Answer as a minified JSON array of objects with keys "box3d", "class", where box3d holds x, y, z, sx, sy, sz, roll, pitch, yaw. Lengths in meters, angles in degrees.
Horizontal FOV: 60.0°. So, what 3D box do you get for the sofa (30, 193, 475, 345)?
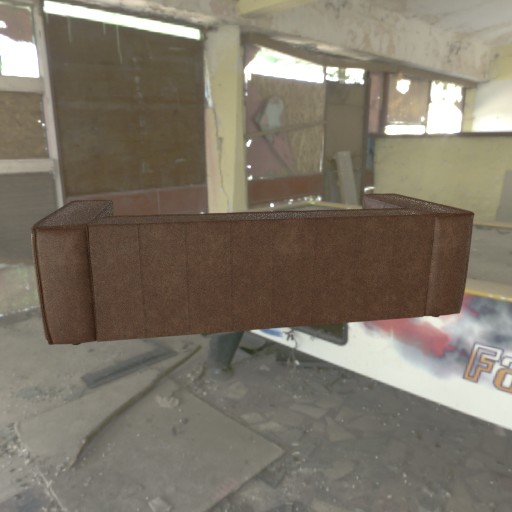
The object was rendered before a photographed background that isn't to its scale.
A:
[{"box3d":[0.000,0.000,3.041,2.581,0.701,1.102,-3,15,-10],"class":"sofa"}]
